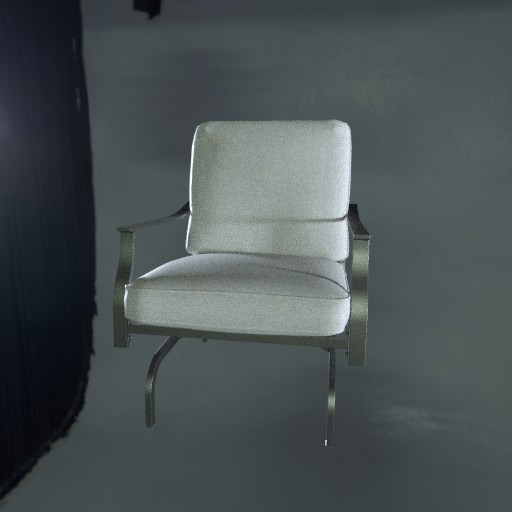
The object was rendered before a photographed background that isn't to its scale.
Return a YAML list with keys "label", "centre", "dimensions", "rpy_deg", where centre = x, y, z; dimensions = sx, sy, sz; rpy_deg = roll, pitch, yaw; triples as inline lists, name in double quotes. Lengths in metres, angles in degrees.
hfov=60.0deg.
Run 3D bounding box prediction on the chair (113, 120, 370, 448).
- label: "chair"
  centre: [0.000, 0.000, 1.414]
  dimensions: [0.650, 0.860, 0.787]
  rpy_deg: [2, 14, 9]
